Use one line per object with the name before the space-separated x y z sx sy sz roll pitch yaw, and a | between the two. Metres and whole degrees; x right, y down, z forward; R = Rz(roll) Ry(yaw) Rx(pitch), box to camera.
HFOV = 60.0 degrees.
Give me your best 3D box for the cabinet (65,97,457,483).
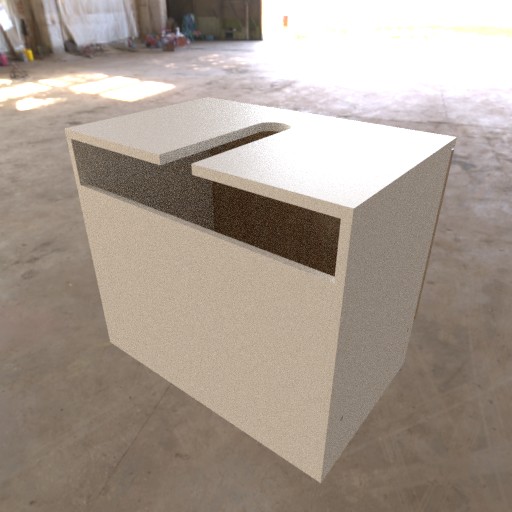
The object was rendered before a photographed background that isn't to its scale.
cabinet | 0.000 0.000 0.939 0.600 0.522 0.400 21 36 32
